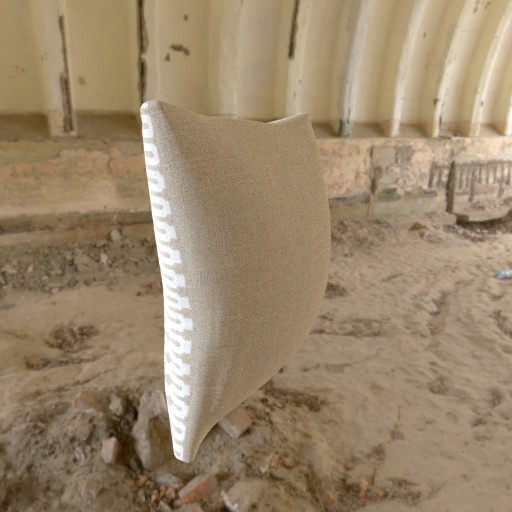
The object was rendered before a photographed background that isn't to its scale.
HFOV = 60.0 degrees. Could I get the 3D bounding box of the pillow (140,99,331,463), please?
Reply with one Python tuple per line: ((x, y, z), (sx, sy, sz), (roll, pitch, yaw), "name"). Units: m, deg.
((0.000, 0.000, 0.775), (0.219, 0.491, 0.496), (8, 18, 26), "pillow")
